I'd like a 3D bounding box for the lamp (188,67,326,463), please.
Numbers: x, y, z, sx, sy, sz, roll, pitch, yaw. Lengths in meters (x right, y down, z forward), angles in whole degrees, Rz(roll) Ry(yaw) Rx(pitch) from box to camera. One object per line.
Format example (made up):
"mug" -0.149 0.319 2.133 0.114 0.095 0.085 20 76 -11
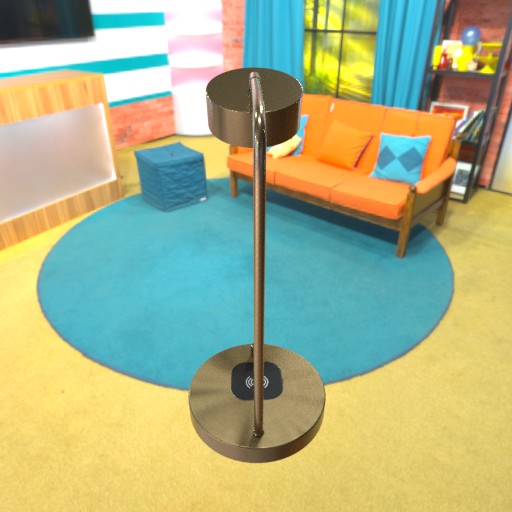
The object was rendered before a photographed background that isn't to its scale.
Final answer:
"lamp" 0.000 0.000 0.516 0.171 0.380 0.270 -1 30 -1
